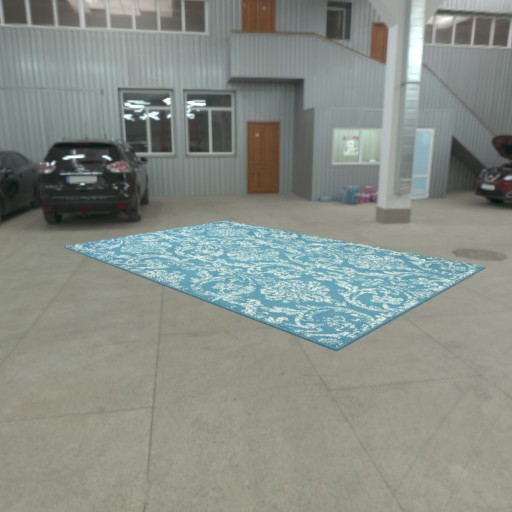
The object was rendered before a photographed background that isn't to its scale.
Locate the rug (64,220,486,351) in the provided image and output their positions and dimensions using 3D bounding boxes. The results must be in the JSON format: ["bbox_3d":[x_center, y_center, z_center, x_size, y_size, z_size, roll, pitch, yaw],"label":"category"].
[{"bbox_3d":[0.000,0.000,3.421,2.746,0.018,1.816,14,20,43],"label":"rug"}]
